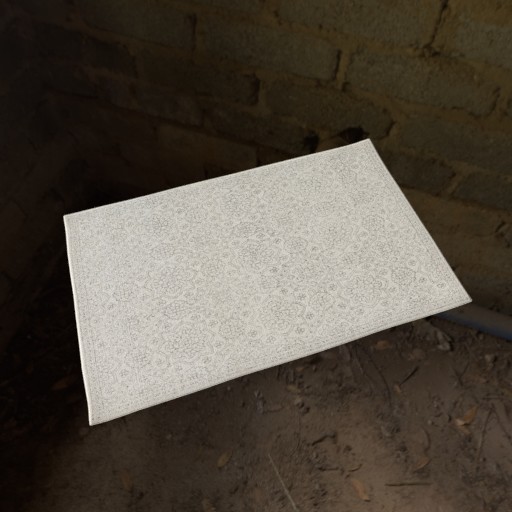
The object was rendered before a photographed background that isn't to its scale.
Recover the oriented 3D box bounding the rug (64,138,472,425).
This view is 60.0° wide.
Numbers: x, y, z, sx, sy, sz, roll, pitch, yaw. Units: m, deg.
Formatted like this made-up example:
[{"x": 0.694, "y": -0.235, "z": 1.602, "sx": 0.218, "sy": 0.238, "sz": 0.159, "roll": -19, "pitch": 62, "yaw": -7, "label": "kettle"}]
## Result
[{"x": 0.000, "y": 0.000, "z": 2.410, "sx": 1.947, "sy": 0.023, "sz": 1.214, "roll": -16, "pitch": 60, "yaw": -9, "label": "rug"}]
